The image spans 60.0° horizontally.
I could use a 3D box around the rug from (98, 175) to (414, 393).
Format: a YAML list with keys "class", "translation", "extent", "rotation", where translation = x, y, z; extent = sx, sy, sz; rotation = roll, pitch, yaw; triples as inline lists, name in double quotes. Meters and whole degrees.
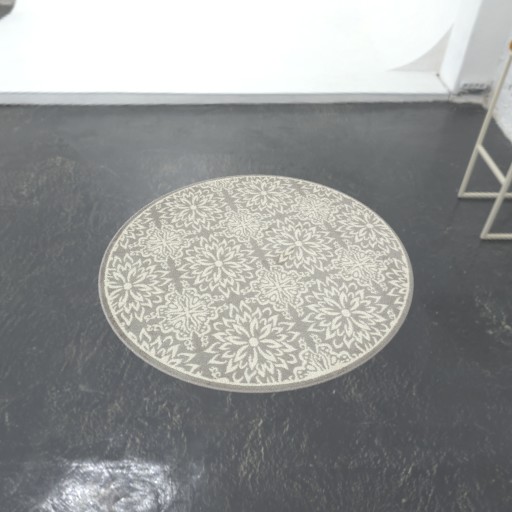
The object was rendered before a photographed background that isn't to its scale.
- class: "rug"
  translation: [0.000, 0.000, 2.314]
  extent: [1.593, 0.012, 1.593]
  rotation: [0, 42, 0]
